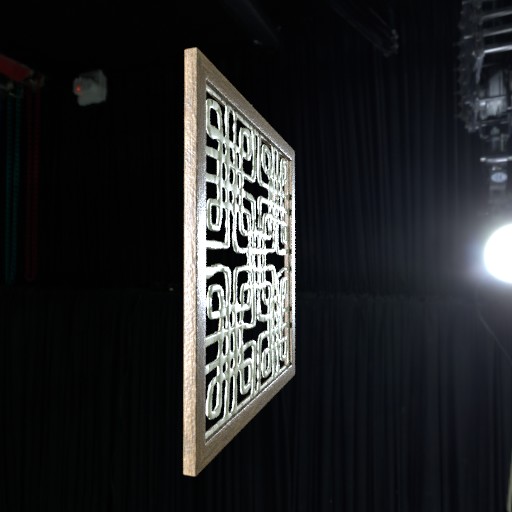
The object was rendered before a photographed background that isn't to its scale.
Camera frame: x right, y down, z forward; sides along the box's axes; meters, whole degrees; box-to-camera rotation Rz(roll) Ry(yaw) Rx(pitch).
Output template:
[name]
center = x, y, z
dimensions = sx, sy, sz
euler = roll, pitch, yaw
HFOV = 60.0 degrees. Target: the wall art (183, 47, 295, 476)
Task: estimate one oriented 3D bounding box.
[wall art]
center = 0.000, 0.000, 0.848
dimensions = 0.021, 0.582, 0.561
euler = 0, -1, 18
